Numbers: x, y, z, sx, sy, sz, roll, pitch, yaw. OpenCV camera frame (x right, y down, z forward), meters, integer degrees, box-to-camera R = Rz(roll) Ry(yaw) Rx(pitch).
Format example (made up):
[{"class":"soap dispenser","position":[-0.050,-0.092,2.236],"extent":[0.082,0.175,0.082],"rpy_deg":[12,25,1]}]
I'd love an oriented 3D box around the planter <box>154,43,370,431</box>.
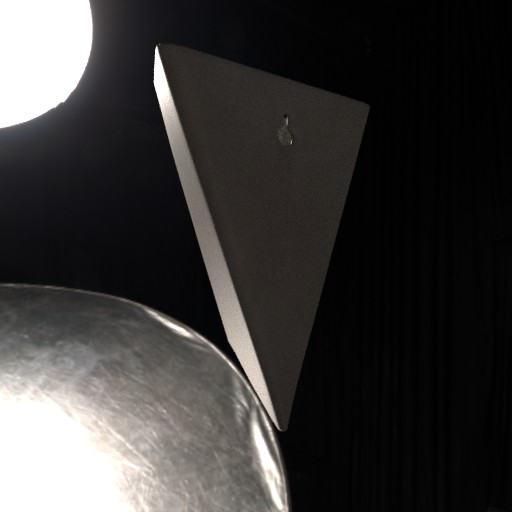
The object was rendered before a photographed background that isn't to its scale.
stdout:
[{"class":"planter","position":[0.000,0.000,0.270],"extent":[0.150,0.197,0.060],"rpy_deg":[0,0,-36]}]
